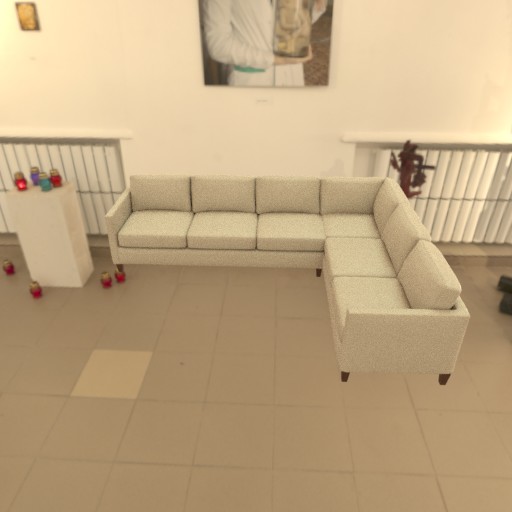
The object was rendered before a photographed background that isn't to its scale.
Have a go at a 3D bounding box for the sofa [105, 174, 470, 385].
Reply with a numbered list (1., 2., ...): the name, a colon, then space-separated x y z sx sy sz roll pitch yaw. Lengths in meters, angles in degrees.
1. sofa: 0.000 0.000 4.519 3.333 0.934 2.522 1 31 2
